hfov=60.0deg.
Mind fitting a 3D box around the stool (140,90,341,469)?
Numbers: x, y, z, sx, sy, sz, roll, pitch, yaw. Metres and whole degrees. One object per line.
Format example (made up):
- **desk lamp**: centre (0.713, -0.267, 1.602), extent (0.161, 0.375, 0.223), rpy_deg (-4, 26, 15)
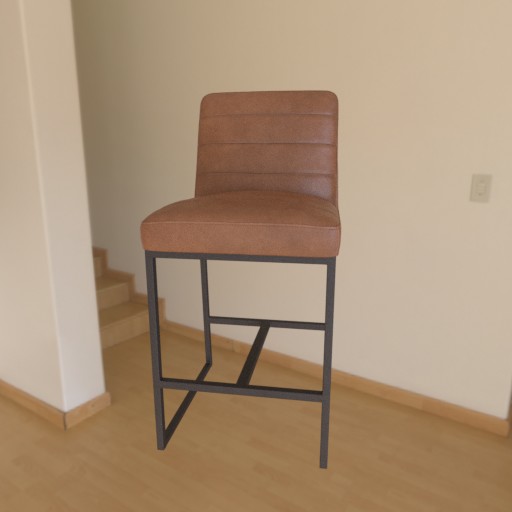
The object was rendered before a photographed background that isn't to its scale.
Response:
- **stool**: centre (0.000, 0.000, 1.257), extent (0.458, 0.940, 0.556), rpy_deg (2, 13, 9)
